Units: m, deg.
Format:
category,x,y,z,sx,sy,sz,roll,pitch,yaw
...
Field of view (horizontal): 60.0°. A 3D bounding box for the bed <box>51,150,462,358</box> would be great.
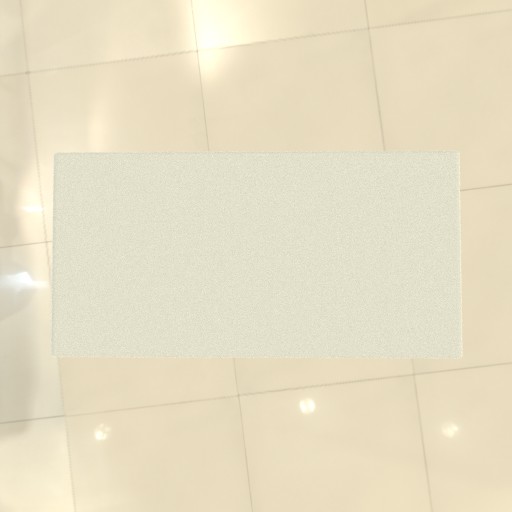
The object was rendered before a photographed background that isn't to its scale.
category,x,y,z,sx,sy,sz,roll,pitch,yaw
bed,0.000,0.000,2.345,1.902,0.616,0.961,0,88,1
